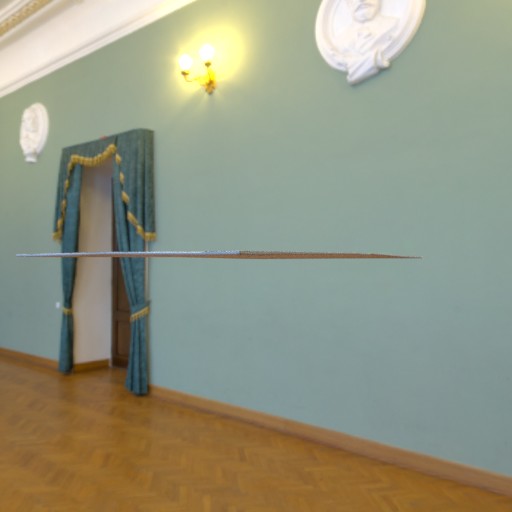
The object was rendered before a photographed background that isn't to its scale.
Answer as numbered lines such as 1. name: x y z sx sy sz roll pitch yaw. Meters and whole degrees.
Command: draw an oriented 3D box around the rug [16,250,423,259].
1. rug: 0.000 0.000 2.235 1.162 0.022 1.804 -1 -1 36
